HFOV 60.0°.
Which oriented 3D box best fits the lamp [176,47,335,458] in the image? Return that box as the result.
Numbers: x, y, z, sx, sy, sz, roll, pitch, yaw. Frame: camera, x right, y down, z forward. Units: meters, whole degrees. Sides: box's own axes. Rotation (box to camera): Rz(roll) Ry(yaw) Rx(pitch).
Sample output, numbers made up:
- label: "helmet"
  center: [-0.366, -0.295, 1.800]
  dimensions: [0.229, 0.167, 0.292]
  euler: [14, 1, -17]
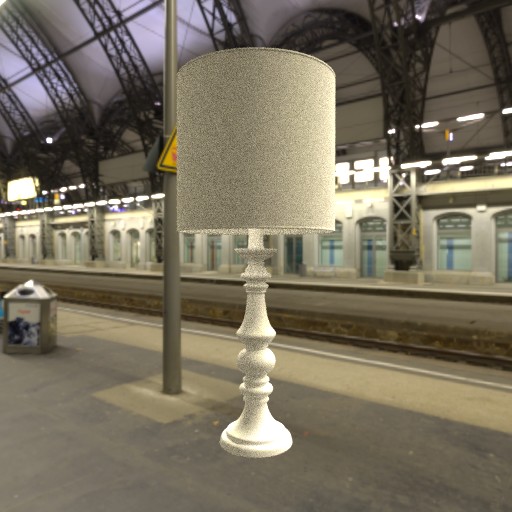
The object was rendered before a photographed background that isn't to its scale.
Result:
- label: "lamp"
  center: [0.000, 0.000, 0.711]
  dimensions: [0.250, 0.597, 0.250]
  euler: [0, 1, 18]
